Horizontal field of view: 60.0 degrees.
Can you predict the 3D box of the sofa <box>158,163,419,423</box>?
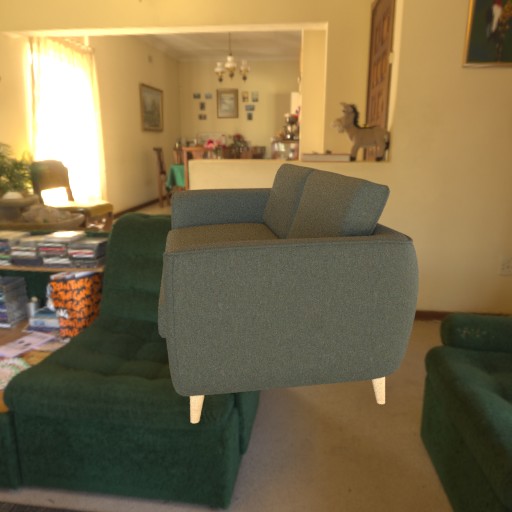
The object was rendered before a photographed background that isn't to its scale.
[{"bbox_3d":[0.000,0.000,2.221,0.920,0.850,1.700,-2,15,-9],"label":"sofa"}]
